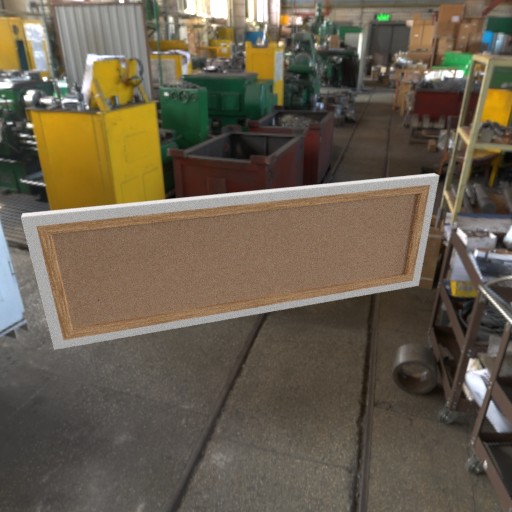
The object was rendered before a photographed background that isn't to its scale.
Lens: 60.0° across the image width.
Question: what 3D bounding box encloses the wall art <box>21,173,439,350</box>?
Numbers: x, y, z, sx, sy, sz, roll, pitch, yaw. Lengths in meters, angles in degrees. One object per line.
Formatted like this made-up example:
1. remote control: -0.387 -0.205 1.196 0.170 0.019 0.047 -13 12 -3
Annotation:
1. wall art: 0.000 0.000 1.689 1.520 0.507 0.039 -8 27 -16
